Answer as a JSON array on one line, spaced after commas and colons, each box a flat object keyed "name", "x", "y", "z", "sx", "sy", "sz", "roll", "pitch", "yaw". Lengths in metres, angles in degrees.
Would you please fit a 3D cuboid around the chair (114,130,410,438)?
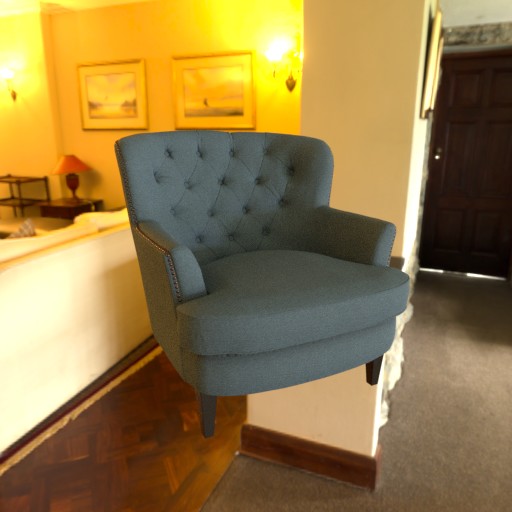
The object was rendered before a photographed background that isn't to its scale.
[{"name": "chair", "x": 0.000, "y": 0.000, "z": 1.576, "sx": 0.848, "sy": 0.868, "sz": 0.906, "roll": -8, "pitch": 17, "yaw": -26}]
